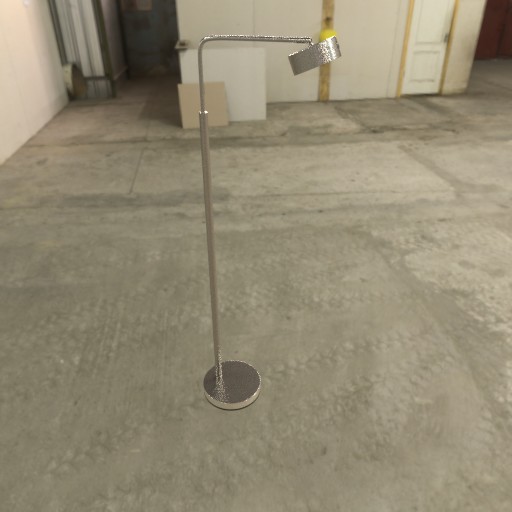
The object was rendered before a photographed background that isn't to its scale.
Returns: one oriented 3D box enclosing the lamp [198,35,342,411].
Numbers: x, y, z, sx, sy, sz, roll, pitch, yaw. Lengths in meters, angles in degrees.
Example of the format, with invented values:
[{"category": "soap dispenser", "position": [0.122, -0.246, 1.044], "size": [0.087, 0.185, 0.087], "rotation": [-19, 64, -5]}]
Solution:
[{"category": "lamp", "position": [0.000, 0.000, 1.391], "size": [0.421, 1.250, 0.222], "rotation": [11, 33, 18]}]
